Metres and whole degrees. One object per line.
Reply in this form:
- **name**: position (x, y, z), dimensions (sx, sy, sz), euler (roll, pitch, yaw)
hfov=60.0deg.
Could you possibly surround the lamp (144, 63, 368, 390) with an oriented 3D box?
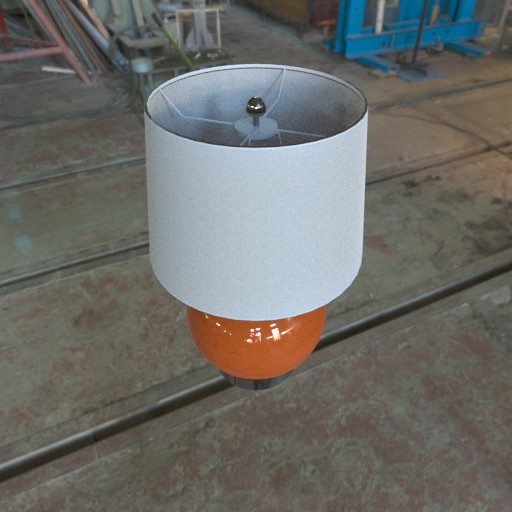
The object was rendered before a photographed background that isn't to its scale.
- **lamp**: position (0.000, 0.000, 0.537), dimensions (0.247, 0.387, 0.247), euler (0, 40, 0)
